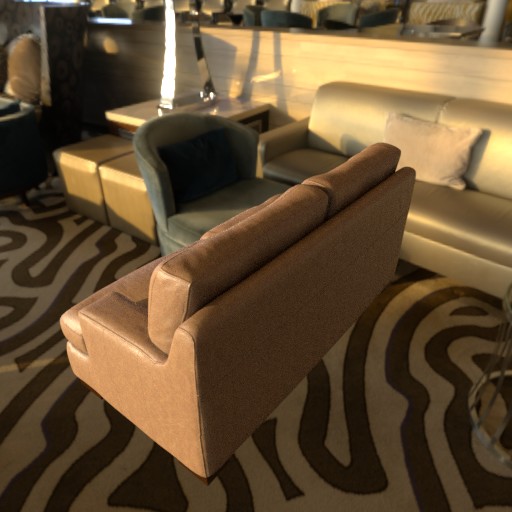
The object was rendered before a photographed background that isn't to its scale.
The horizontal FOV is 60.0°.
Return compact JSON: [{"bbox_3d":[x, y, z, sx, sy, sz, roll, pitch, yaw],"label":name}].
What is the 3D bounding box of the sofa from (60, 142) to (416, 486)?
[{"bbox_3d":[0.000,0.000,2.369,0.962,0.980,1.855,22,38,32],"label":"sofa"}]
